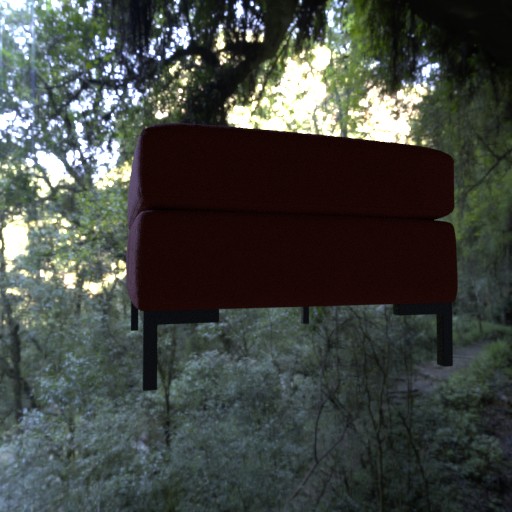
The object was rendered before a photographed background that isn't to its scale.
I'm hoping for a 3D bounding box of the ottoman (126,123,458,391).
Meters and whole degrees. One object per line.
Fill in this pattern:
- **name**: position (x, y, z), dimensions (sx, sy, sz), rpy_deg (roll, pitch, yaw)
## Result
- **ottoman**: position (0.000, 0.000, 1.166), dimensions (0.650, 0.462, 0.782), rpy_deg (0, -2, -17)
